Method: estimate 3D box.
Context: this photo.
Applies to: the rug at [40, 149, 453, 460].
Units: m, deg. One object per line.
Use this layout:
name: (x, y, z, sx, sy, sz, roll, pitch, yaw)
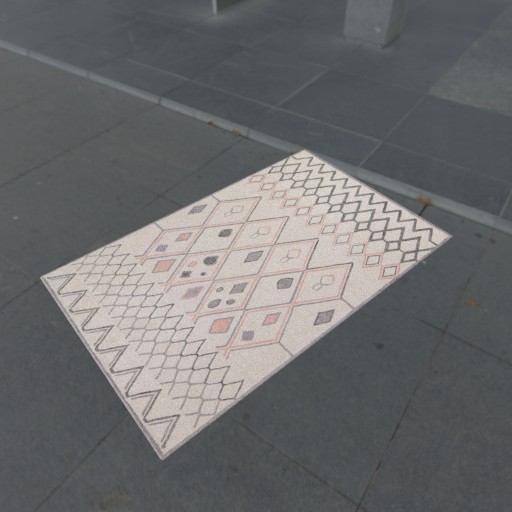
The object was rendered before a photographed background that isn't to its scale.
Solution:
rug: (0.000, 0.000, 3.062, 2.438, 0.015, 1.524, -31, 53, -27)
